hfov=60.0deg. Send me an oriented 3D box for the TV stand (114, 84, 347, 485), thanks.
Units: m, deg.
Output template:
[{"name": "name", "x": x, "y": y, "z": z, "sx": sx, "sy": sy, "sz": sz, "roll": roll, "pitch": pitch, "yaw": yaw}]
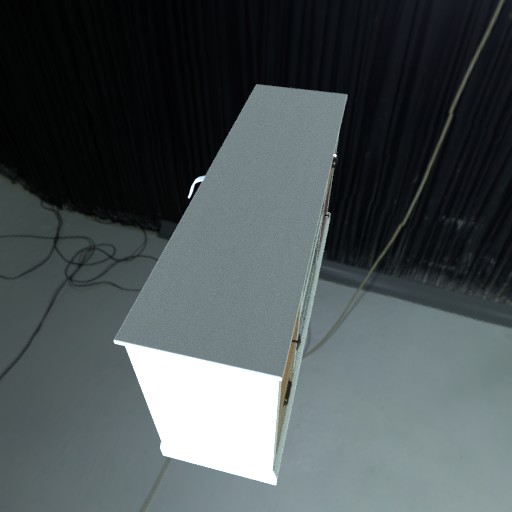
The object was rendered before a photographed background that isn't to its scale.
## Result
[{"name": "TV stand", "x": 0.000, "y": 0.000, "z": 1.486, "sx": 0.424, "sy": 0.624, "sz": 1.187, "roll": 10, "pitch": 47, "yaw": 10}]
